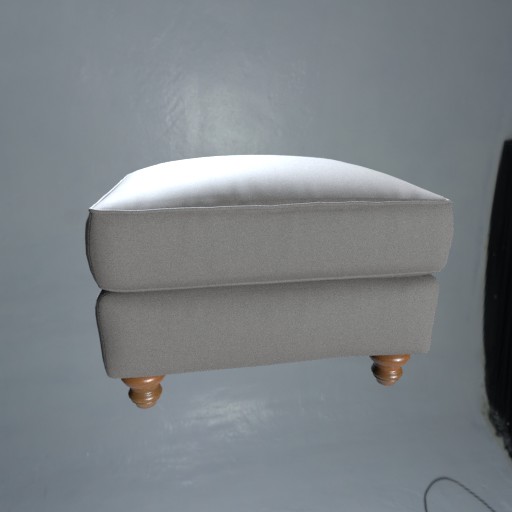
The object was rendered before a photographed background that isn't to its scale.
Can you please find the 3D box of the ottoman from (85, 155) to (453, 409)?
[{"bbox_3d":[0.000,0.000,1.153,0.721,0.505,0.662,-3,17,-9],"label":"ottoman"}]
